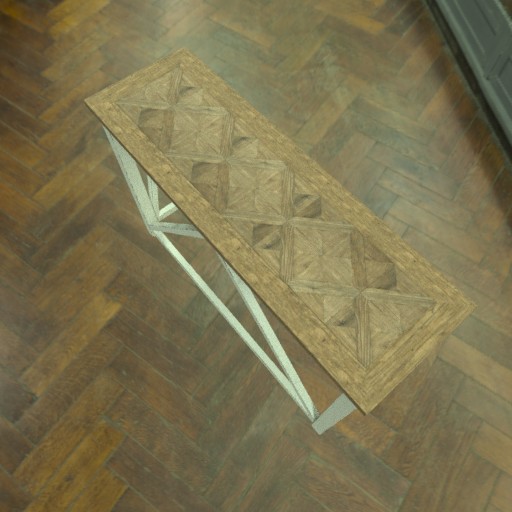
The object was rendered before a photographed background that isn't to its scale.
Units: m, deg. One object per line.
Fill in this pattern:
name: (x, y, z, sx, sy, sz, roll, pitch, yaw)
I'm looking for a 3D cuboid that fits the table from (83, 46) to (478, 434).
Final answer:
table: (0.000, 0.000, 1.829, 0.450, 0.930, 1.400, -37, 69, -17)
